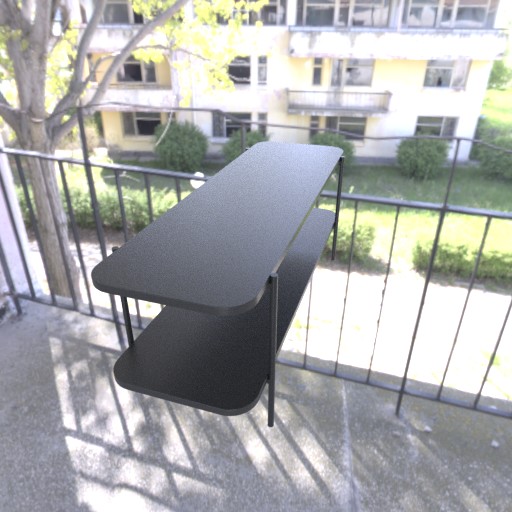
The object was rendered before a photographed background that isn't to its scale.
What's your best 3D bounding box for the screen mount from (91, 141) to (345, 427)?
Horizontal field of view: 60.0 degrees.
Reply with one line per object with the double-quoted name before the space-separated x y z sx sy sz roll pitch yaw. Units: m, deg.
"screen mount" 0.000 0.000 1.457 0.400 0.447 1.200 9 30 16
